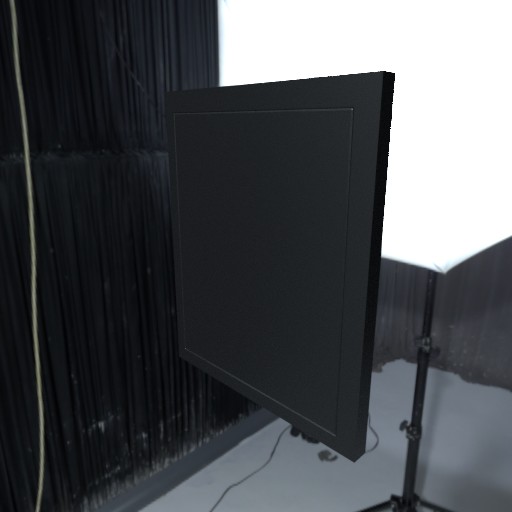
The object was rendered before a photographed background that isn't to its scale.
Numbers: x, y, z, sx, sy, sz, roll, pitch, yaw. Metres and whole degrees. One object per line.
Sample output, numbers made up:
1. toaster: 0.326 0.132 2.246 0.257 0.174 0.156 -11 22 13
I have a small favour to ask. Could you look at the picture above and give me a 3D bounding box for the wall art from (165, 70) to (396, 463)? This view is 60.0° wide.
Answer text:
1. wall art: 0.000 0.000 0.770 0.031 0.558 0.461 -15 22 -42
